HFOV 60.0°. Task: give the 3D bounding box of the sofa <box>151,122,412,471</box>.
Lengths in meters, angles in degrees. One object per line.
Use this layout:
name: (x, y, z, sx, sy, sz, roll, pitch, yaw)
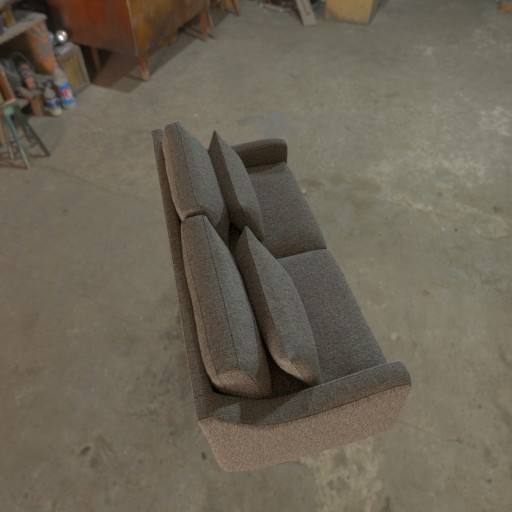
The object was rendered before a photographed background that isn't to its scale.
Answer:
sofa: (0.000, 0.000, 2.998, 1.103, 0.998, 2.418, -10, 48, -9)
